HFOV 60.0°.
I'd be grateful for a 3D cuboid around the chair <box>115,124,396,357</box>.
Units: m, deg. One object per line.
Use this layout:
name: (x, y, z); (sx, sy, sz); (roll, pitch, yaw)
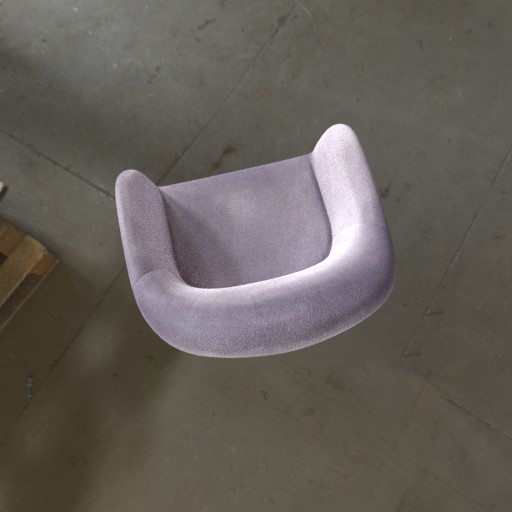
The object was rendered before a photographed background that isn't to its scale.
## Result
chair: (0.000, 0.000, 1.158); (0.570, 0.780, 0.540); (-13, 75, -4)
